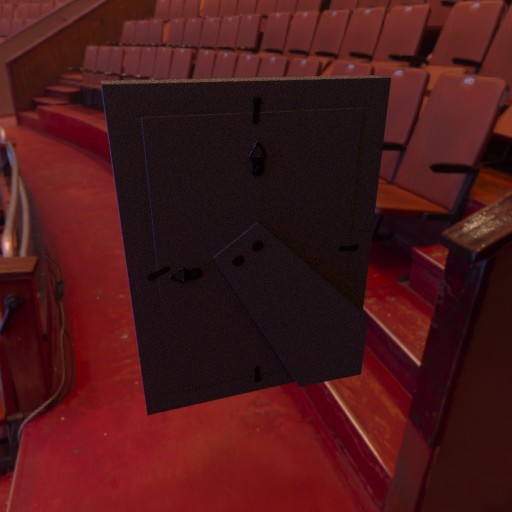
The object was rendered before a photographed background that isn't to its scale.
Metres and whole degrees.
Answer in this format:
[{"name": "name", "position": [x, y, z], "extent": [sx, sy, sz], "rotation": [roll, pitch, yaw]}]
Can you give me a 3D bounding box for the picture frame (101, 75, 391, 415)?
[{"name": "picture frame", "position": [0.000, 0.000, 0.280], "extent": [0.157, 0.208, 0.028], "rotation": [-8, 26, -16]}]
